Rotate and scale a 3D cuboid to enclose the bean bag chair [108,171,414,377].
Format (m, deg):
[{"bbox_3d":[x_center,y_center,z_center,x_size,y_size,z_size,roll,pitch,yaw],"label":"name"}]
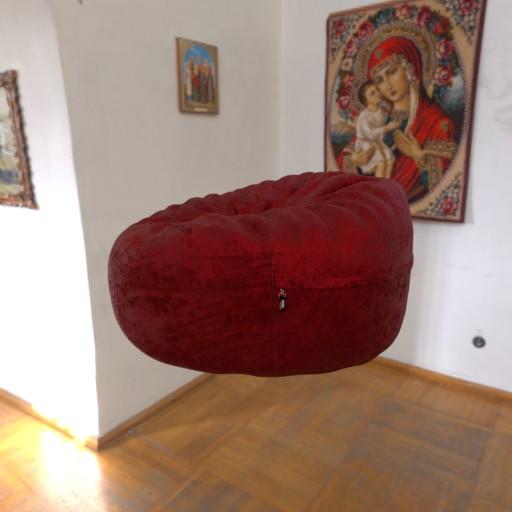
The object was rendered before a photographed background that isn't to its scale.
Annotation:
[{"bbox_3d":[0.000,0.000,2.389,1.524,0.878,1.524,-2,15,-9],"label":"bean bag chair"}]
